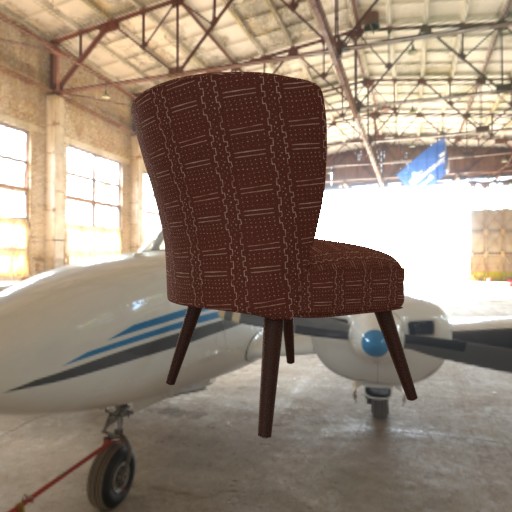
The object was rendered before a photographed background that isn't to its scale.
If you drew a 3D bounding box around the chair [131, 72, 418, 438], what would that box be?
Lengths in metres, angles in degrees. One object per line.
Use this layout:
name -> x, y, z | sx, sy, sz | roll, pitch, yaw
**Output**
chair -> 0.000, 0.000, 1.374 | 0.758, 0.866, 0.706 | 1, -1, -34
